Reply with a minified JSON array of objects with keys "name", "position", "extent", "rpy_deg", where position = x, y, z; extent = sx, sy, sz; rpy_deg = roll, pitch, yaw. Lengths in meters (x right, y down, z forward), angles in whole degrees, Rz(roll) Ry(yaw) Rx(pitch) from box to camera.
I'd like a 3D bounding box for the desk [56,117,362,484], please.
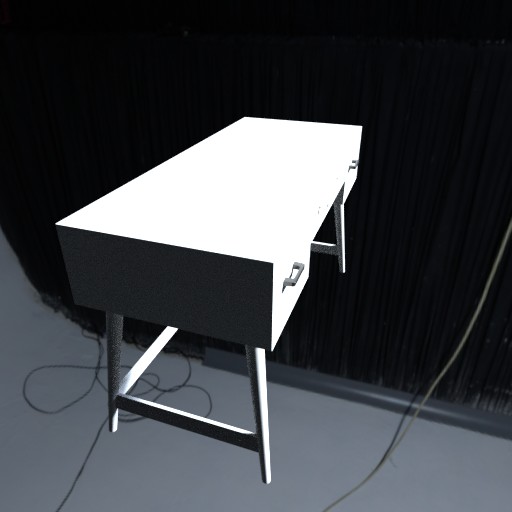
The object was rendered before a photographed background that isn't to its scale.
[{"name":"desk","position":[0.000,0.000,1.741],"extent":[0.589,0.762,1.313],"rpy_deg":[10,31,17]}]
